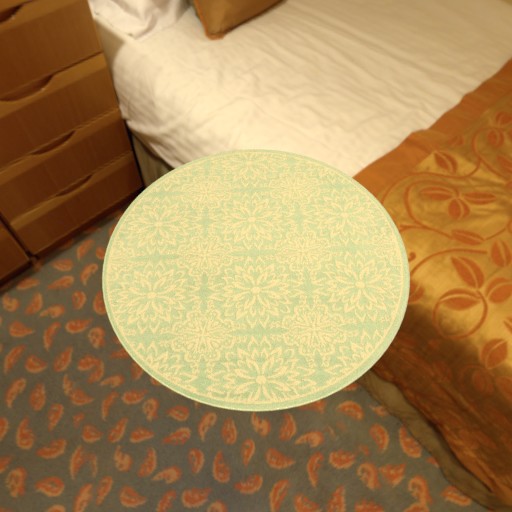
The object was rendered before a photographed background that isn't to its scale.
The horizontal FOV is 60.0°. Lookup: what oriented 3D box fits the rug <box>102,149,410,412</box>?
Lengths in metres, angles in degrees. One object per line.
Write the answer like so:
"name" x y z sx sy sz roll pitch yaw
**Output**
"rug" 0.000 0.000 2.335 1.593 0.012 1.593 0 57 0
